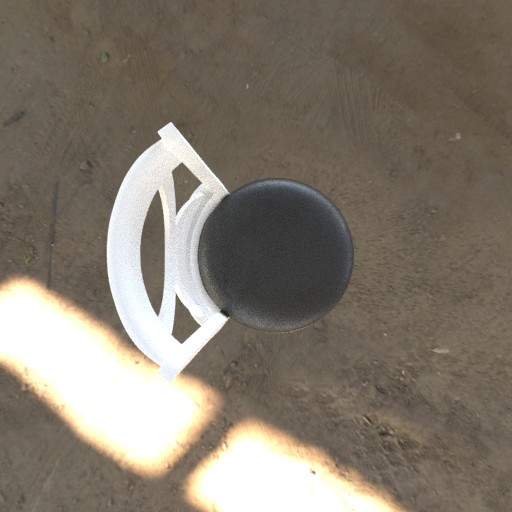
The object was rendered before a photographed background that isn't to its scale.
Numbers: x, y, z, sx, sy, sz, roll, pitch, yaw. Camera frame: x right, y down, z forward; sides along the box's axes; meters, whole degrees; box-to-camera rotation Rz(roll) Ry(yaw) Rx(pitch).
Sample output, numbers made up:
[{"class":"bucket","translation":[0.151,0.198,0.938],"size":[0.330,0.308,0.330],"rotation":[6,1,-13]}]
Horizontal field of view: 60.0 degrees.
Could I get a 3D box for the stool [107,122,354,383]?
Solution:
[{"class":"stool","translation":[0.000,0.000,1.226],"size":[0.508,0.953,0.444],"rotation":[0,89,0]}]
